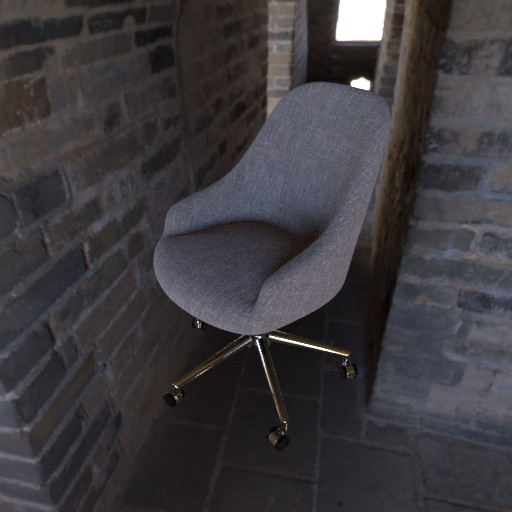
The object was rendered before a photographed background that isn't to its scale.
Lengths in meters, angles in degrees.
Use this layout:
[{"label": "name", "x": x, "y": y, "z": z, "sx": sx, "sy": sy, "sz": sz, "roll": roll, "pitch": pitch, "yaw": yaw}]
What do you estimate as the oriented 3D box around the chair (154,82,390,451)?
[{"label": "chair", "x": 0.000, "y": 0.000, "z": 1.402, "sx": 0.712, "sy": 0.950, "sz": 0.671, "roll": -21, "pitch": 38, "yaw": -30}]
